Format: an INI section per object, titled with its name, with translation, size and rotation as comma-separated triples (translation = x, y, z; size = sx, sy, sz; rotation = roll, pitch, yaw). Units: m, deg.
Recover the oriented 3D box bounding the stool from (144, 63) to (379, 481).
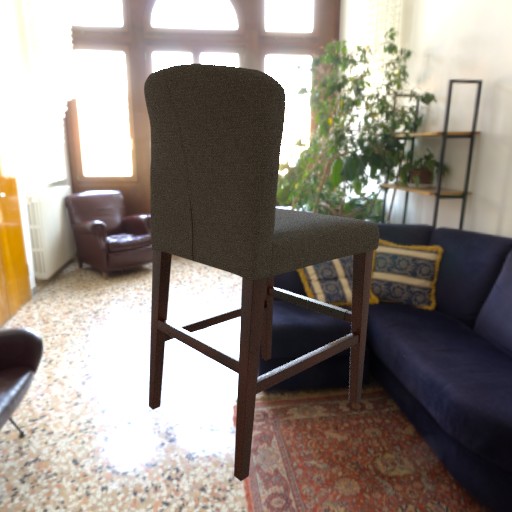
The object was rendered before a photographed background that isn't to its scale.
[stool]
translation = 0.000, 0.000, 1.290
size = 0.568, 0.968, 0.479
rotation = -12, 18, -41
